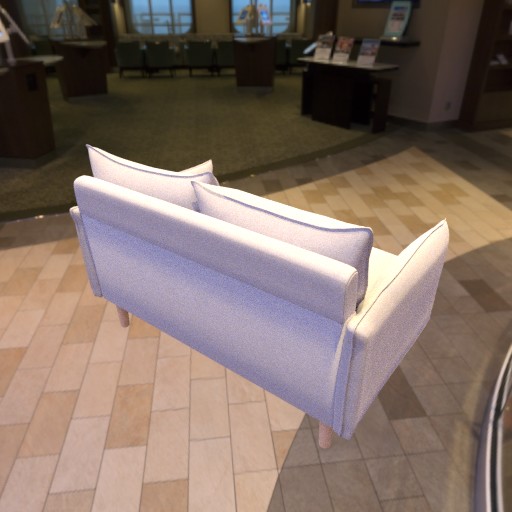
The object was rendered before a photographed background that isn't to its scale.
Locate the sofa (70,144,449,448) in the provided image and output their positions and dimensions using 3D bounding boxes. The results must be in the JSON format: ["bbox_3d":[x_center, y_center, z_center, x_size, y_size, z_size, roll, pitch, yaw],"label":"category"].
[{"bbox_3d":[0.000,0.000,1.809,1.300,0.840,0.820,21,35,32],"label":"sofa"}]
